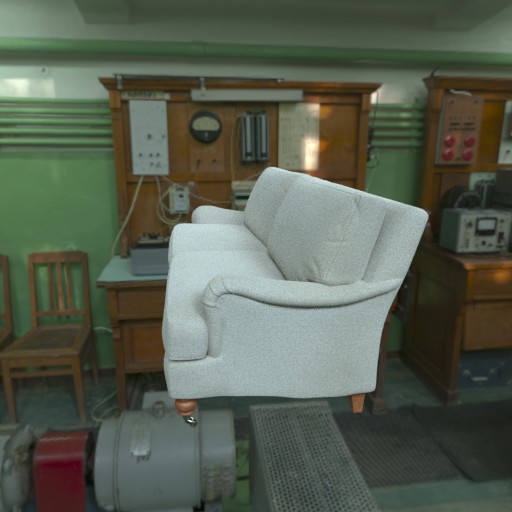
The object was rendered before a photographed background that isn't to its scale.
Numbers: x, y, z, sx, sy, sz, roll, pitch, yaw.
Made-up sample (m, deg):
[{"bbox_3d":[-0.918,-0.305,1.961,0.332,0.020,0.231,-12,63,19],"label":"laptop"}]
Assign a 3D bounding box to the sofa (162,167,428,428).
[{"bbox_3d":[0.000,0.000,2.735,1.091,0.997,2.070,-2,15,-9],"label":"sofa"}]
